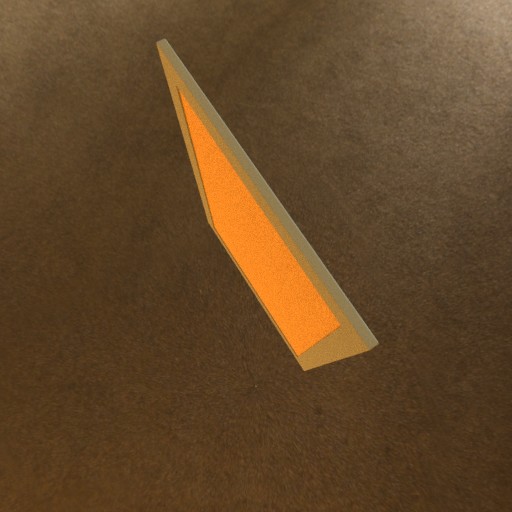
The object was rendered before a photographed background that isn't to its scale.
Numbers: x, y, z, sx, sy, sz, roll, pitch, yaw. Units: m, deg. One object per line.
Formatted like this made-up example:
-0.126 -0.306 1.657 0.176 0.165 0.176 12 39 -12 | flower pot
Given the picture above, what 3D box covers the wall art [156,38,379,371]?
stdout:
0.000 0.000 0.673 0.012 0.529 0.374 -31 76 -9 | wall art
